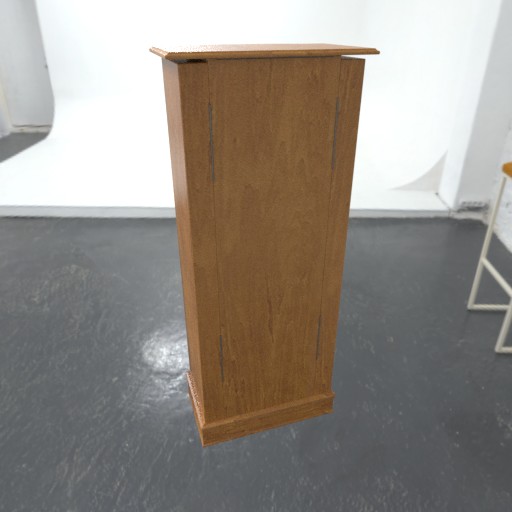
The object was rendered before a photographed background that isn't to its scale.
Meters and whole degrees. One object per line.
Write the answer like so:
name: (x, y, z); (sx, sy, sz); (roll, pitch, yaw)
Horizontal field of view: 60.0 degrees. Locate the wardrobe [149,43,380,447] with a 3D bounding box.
wardrobe: (0.000, 0.000, 1.122); (0.406, 0.959, 0.273); (-9, 29, -16)
